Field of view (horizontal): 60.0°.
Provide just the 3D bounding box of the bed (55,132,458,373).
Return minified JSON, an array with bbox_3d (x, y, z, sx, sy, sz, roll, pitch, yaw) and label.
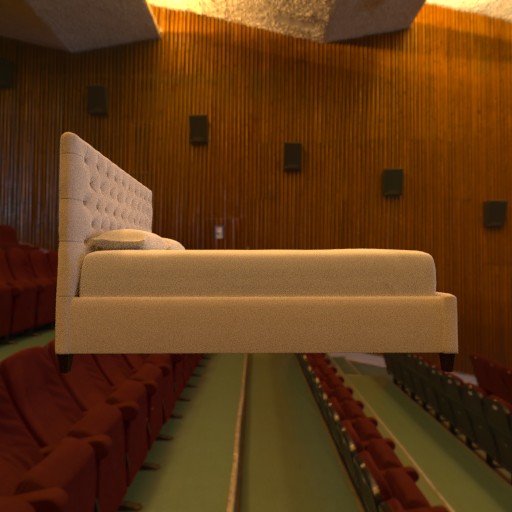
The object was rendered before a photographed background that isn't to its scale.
[{"bbox_3d":[0.000,0.000,3.637,2.387,1.427,2.078,0,-1,-1],"label":"bed"}]
